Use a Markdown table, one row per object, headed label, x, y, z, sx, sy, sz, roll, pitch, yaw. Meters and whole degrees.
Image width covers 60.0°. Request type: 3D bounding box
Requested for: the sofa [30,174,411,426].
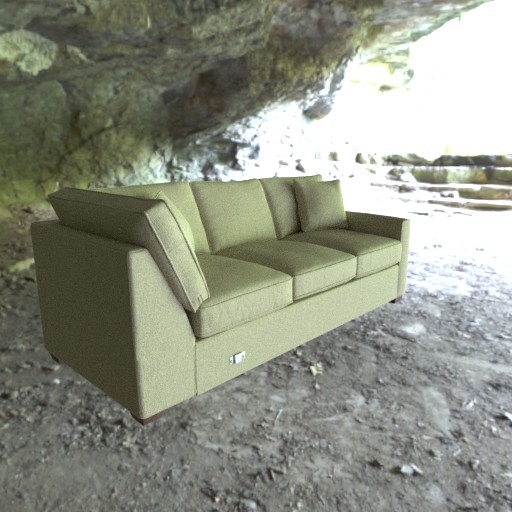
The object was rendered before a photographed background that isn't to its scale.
| label | x | y | z | sx | sy | sz | roll | pitch | yaw |
| --- | --- | --- | --- | --- | --- | --- | --- | --- | --- |
| sofa | 0.000 | 0.000 | 2.817 | 1.053 | 0.948 | 2.323 | 13 | 18 | 43 |
